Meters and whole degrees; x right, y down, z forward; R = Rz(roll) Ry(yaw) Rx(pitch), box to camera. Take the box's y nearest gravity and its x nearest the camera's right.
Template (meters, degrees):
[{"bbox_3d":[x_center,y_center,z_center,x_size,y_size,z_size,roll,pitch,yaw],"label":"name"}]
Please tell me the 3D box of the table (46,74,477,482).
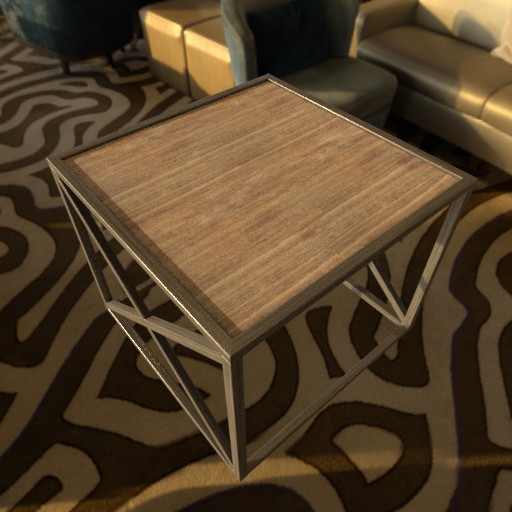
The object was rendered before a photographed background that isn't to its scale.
[{"bbox_3d":[0.000,0.000,1.065,0.609,0.507,0.611,-32,54,-27],"label":"table"}]
